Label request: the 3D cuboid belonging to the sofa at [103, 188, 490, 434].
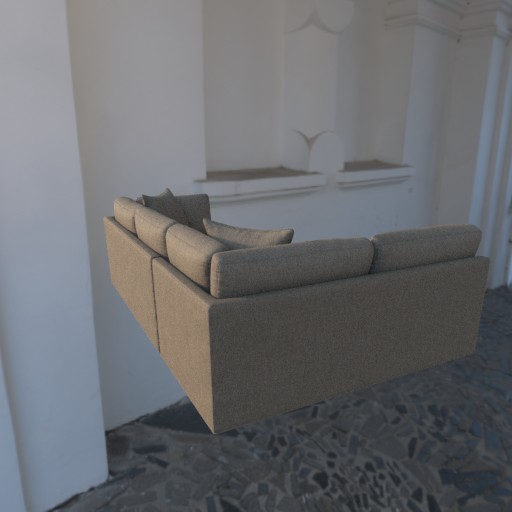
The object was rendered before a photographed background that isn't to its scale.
[{"bbox_3d":[0.000,0.000,3.742,1.994,0.978,2.896,-7,16,-26],"label":"sofa"}]
